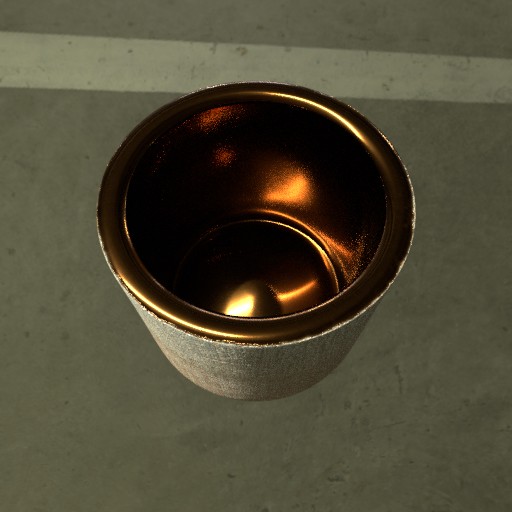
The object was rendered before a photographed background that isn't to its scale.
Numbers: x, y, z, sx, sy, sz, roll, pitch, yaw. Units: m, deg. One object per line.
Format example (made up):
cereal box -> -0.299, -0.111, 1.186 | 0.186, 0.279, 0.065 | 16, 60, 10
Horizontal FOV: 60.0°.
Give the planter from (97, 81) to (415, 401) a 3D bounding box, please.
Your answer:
planter -> 0.000, 0.000, 0.313 | 0.177, 0.157, 0.177 | 0, 63, 0
